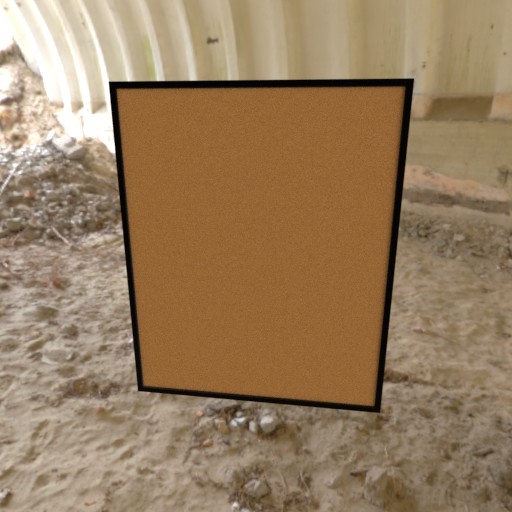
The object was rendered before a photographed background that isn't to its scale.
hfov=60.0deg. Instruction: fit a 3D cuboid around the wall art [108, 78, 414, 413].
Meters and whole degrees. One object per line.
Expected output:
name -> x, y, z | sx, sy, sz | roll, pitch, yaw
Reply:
wall art -> 0.000, 0.000, 0.751 | 0.451, 0.553, 0.039 | 3, 18, 8
